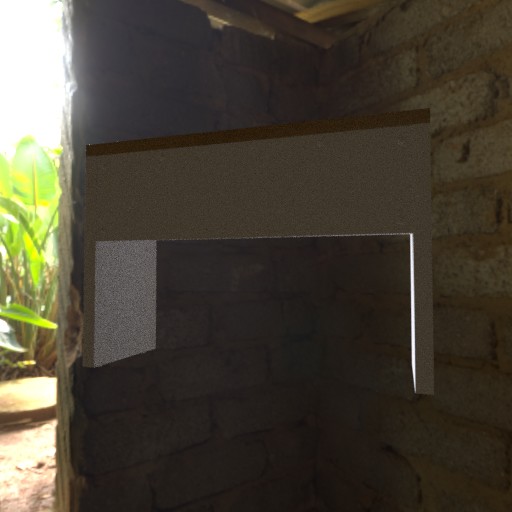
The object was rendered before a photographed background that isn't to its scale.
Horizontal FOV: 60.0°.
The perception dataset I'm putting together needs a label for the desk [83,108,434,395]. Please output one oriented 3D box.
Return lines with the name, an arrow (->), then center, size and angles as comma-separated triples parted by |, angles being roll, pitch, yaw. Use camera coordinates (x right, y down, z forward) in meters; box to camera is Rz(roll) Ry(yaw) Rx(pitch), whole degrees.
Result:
desk -> 0.000, 0.000, 1.519 | 1.100, 0.760, 0.390 | -1, -2, 18
